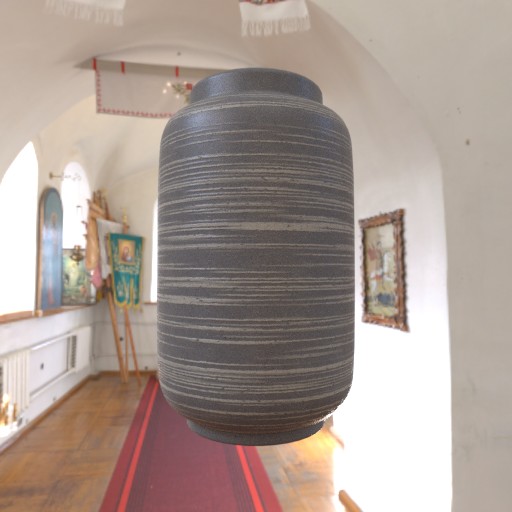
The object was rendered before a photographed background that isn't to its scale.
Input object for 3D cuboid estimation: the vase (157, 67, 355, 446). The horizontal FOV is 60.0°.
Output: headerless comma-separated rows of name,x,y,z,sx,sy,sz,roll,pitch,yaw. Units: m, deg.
vase,0.000,0.000,0.681,0.297,0.499,0.297,0,-1,0
